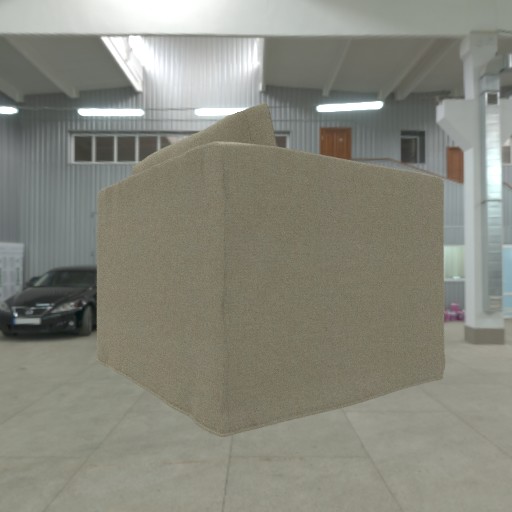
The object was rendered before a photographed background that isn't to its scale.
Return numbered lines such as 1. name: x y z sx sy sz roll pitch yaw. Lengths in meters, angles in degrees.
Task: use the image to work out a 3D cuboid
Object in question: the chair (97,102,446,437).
1. chair: 0.000 0.000 1.711 0.949 0.863 1.057 0 -1 -35
